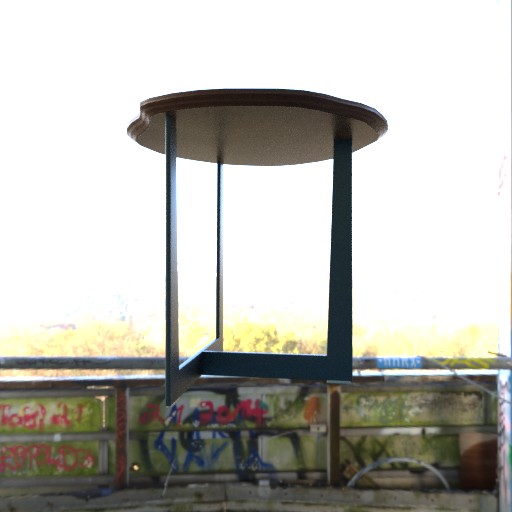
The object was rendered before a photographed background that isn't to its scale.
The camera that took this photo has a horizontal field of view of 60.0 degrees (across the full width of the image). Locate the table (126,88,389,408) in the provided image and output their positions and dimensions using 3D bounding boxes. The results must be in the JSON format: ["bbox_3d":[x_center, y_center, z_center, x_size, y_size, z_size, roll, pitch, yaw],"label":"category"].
[{"bbox_3d":[0.000,0.000,0.864,0.494,0.476,0.477,0,0,-2],"label":"table"}]
